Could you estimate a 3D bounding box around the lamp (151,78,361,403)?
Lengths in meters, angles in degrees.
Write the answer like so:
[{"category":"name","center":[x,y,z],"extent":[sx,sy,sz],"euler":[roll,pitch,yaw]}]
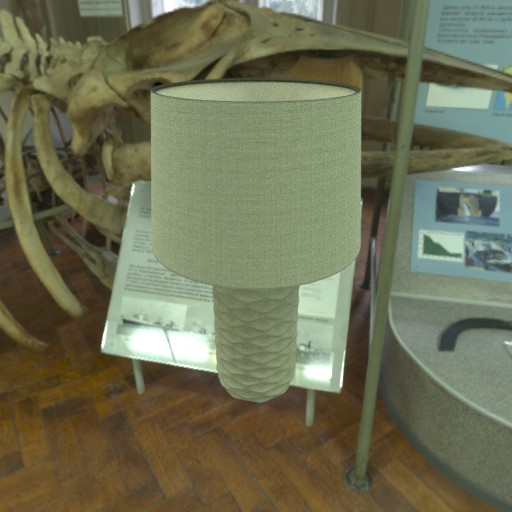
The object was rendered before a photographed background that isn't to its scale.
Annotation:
[{"category":"lamp","center":[0.000,0.000,0.832],"extent":[0.376,0.594,0.376],"euler":[0,27,0]}]
